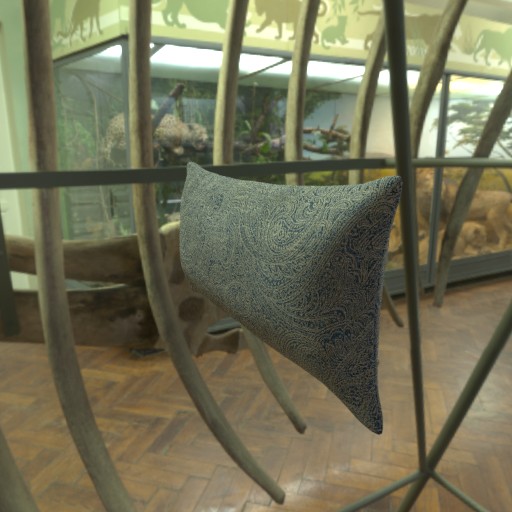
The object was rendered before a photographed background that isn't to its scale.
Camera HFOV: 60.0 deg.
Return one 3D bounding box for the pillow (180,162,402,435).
[{"bbox_3d":[0.000,0.000,0.738,0.151,0.295,0.615,-7,15,-27],"label":"pillow"}]
